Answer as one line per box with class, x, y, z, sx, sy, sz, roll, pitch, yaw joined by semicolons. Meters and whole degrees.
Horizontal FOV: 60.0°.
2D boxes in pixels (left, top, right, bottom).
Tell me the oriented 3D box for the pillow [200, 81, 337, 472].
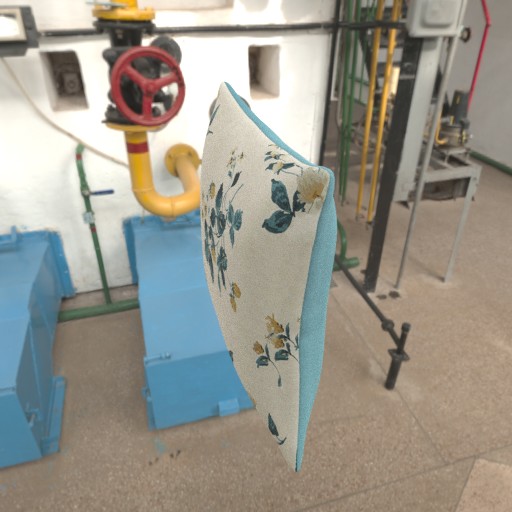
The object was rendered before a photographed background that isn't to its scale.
pillow;0.000;0.000;0.795;0.166;0.507;0.526;-8;33;-13
